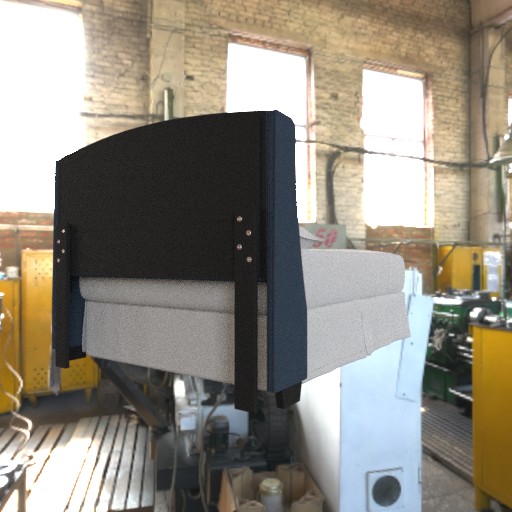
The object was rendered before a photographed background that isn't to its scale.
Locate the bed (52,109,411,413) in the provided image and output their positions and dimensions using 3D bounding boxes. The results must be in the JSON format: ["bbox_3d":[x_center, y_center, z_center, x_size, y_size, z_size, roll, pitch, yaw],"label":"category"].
[{"bbox_3d":[0.000,0.000,3.290,1.710,1.407,2.237,-1,-1,35],"label":"bed"}]
